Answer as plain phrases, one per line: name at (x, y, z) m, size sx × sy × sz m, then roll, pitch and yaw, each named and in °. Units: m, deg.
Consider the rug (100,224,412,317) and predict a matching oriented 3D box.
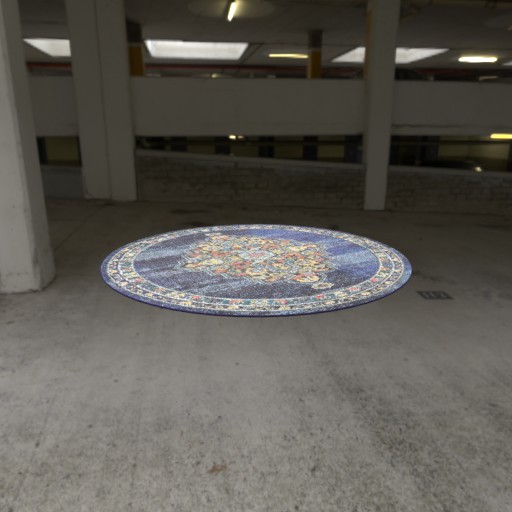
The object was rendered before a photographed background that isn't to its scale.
rug at (0.000, 0.000, 2.383) m, size 1.591 × 0.010 × 1.591 m, roll 0°, pitch 16°, yaw 0°
